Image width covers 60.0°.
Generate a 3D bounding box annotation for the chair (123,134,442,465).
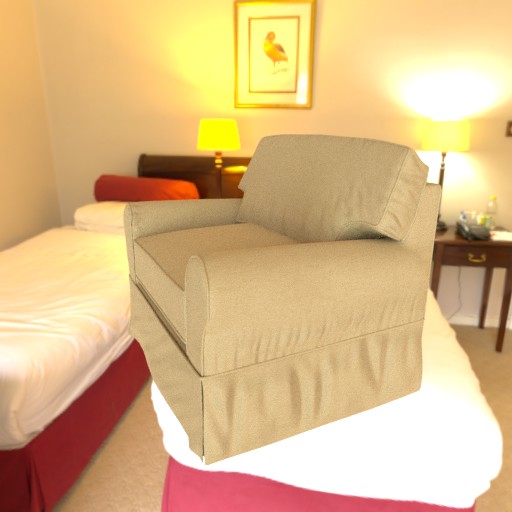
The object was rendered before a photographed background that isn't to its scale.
[{"bbox_3d":[0.000,0.000,1.788,0.903,0.937,1.096,-8,19,-26],"label":"chair"}]
